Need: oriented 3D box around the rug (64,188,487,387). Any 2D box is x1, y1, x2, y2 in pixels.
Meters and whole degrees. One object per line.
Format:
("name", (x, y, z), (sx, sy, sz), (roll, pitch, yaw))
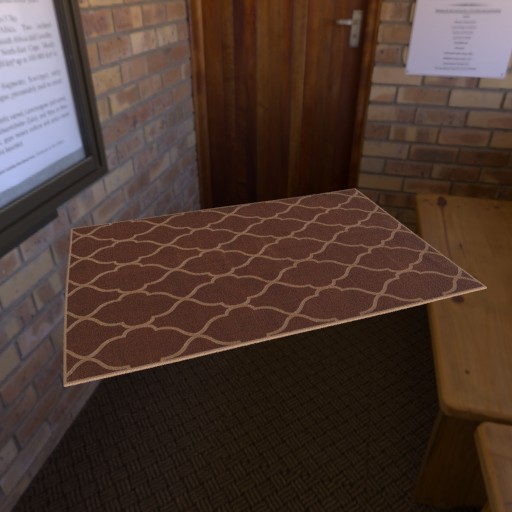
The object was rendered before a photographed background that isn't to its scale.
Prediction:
("rug", (0.000, 0.000, 2.838), (2.290, 0.014, 1.526), (-10, 33, -16))
